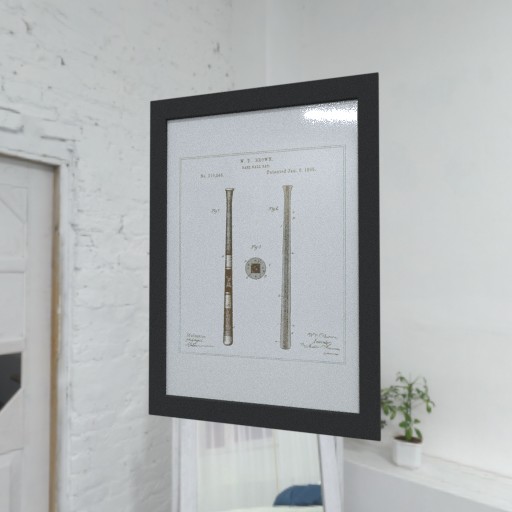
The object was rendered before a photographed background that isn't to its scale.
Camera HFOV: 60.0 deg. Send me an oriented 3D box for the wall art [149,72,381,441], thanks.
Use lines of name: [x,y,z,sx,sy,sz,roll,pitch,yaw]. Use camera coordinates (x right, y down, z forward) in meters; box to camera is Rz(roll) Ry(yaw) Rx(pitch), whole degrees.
wall art: [0.000,0.000,0.695,0.374,0.529,0.012,0,-1,17]
